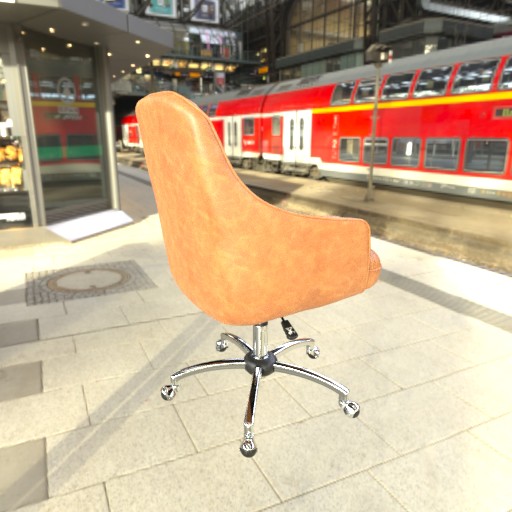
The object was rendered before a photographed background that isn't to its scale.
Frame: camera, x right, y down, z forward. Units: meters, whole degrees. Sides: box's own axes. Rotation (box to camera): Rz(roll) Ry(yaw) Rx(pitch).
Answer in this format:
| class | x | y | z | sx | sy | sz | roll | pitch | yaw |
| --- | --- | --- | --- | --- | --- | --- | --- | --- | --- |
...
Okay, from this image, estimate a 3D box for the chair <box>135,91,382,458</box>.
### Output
| class | x | y | z | sx | sy | sz | roll | pitch | yaw |
| --- | --- | --- | --- | --- | --- | --- | --- | --- | --- |
| chair | 0.000 | 0.000 | 1.345 | 0.615 | 0.909 | 0.628 | -8 | 17 | -27 |
